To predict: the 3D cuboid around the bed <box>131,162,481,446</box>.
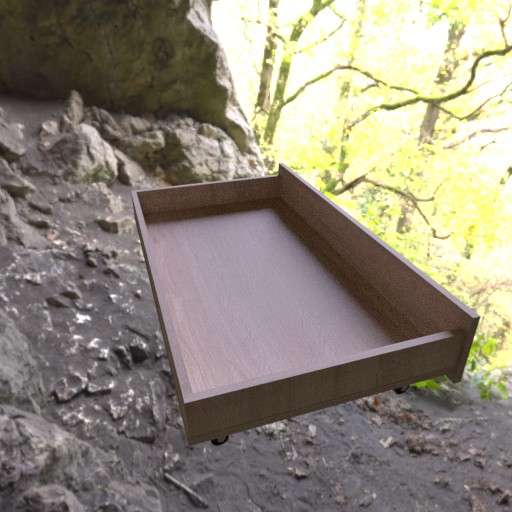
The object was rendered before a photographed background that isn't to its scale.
[{"bbox_3d":[0.000,0.000,1.448,0.685,0.209,1.200,-9,30,-16],"label":"bed"}]
